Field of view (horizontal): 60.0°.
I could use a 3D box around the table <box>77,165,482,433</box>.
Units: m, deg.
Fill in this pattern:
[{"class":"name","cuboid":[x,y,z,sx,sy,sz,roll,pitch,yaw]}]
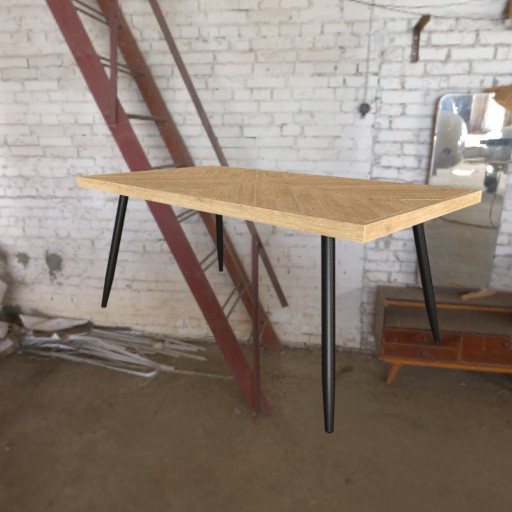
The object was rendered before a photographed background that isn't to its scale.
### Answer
[{"class":"table","cuboid":[0.000,0.000,2.309,1.803,0.762,0.991,15,22,42]}]
